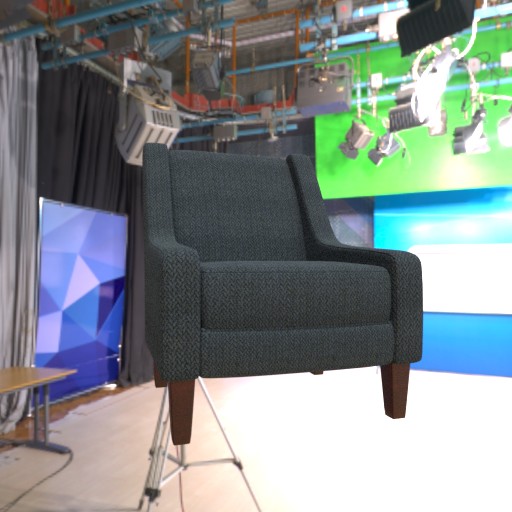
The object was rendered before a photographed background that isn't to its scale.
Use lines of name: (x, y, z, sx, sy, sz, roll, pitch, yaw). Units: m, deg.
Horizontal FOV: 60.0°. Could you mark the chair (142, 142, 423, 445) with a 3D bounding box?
chair: (0.000, 0.000, 1.664, 0.793, 1.012, 0.944, 0, -1, -17)
